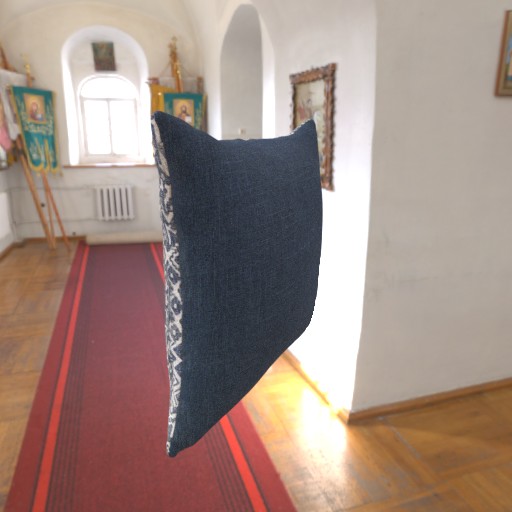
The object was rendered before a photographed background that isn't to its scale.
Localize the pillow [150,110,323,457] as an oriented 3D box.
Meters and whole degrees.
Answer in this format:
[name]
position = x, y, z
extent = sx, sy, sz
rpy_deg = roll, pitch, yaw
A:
[pillow]
position = 0.000, 0.000, 0.805
extent = 0.180, 0.487, 0.546
rpy_deg = 8, 18, 26
